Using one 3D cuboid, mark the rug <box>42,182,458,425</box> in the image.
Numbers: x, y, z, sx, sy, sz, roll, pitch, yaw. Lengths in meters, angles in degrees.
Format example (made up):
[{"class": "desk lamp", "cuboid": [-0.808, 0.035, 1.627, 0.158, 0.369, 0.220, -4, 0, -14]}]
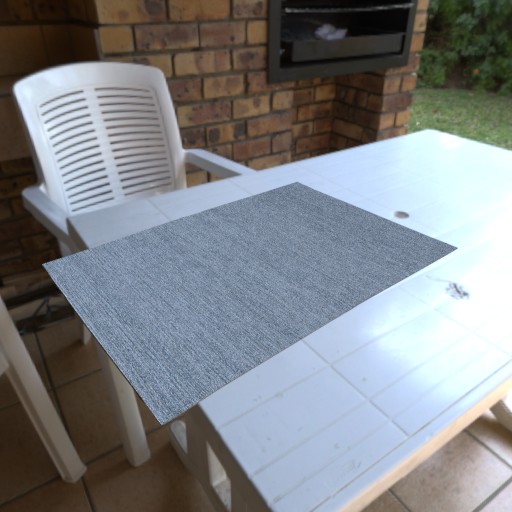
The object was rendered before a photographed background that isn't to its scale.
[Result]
[{"class": "rug", "cuboid": [0.000, 0.000, 3.008, 2.338, 0.030, 1.616, -23, 38, -33]}]
